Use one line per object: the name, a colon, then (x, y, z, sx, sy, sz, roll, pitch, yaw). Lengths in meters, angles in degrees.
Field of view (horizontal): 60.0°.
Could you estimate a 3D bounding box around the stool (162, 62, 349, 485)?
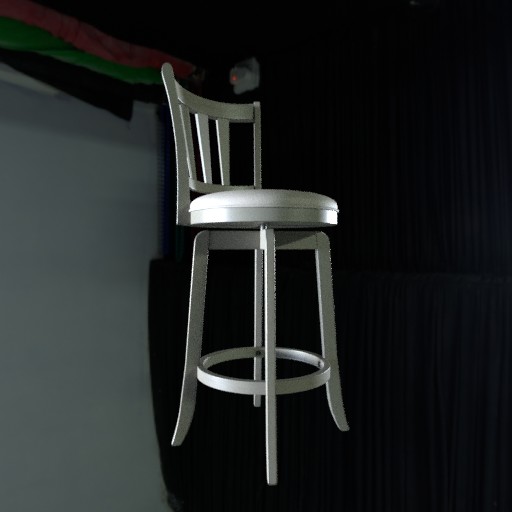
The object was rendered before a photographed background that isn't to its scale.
stool: (0.000, 0.000, 1.281, 0.475, 1.042, 0.436, 1, 2, 37)
